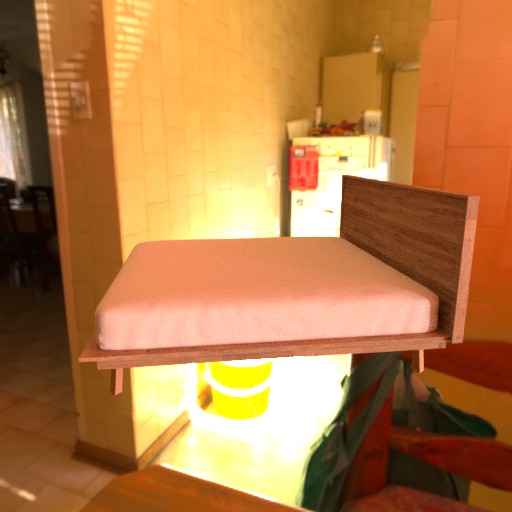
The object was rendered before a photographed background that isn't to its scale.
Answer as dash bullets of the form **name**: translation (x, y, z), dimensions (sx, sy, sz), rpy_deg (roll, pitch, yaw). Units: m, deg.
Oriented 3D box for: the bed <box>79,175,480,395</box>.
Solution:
- **bed**: translation (0.000, 0.000, 3.401), dimensions (2.167, 1.100, 2.116), rpy_deg (-2, 14, -8)
